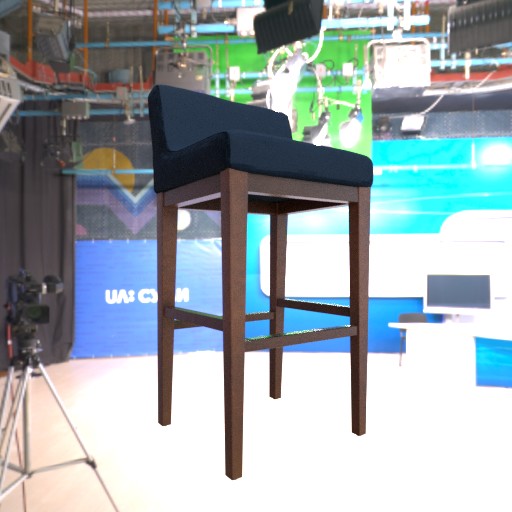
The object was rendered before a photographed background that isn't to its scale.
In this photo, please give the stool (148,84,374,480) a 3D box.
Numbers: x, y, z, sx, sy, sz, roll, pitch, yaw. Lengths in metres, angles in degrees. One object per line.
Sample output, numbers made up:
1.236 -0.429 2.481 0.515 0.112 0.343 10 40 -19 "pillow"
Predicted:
0.000 0.000 1.327 0.511 1.037 0.500 0 0 -35 "stool"
